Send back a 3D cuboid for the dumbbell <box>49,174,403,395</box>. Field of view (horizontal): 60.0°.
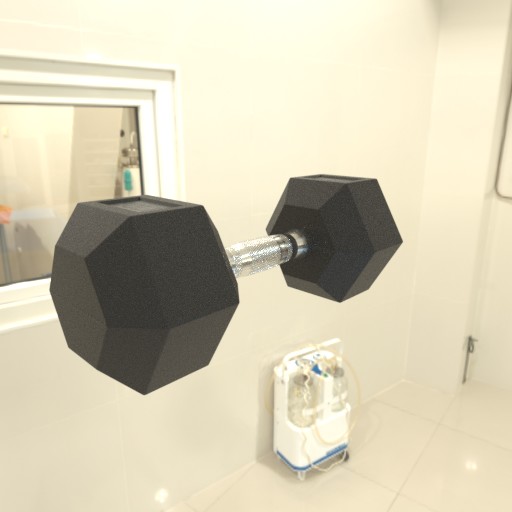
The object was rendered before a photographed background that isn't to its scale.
[{"bbox_3d":[0.000,0.000,0.405,0.142,0.123,0.337,15,22,42],"label":"dumbbell"}]
